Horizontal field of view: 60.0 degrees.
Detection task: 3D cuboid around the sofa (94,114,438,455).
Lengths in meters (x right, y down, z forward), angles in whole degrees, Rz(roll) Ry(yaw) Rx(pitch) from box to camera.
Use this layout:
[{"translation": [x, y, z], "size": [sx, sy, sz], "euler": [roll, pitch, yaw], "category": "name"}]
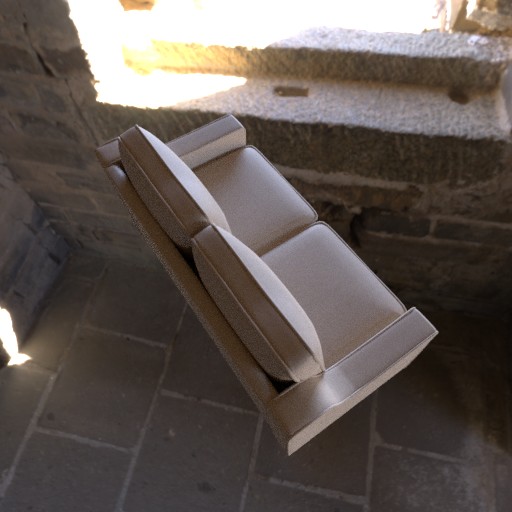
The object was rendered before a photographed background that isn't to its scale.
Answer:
[{"translation": [0.000, 0.000, 3.524], "size": [1.351, 1.562, 2.587], "euler": [-30, 63, -17], "category": "sofa"}]
